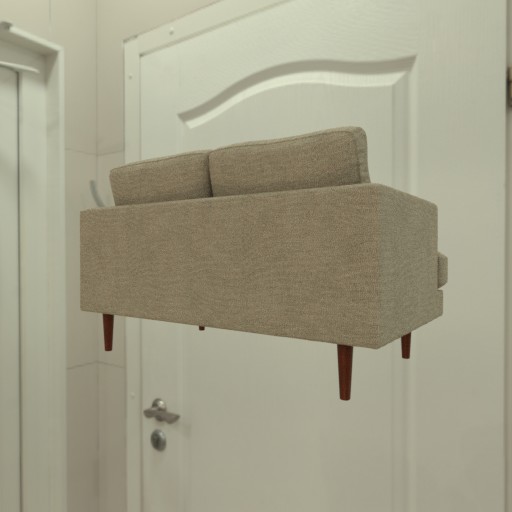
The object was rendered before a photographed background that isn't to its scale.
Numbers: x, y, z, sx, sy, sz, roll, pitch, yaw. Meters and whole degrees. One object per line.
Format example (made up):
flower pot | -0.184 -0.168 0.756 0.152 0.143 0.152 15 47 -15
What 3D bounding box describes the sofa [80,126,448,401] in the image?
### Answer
sofa | 0.000 0.000 2.150 1.582 0.944 0.903 0 1 35
